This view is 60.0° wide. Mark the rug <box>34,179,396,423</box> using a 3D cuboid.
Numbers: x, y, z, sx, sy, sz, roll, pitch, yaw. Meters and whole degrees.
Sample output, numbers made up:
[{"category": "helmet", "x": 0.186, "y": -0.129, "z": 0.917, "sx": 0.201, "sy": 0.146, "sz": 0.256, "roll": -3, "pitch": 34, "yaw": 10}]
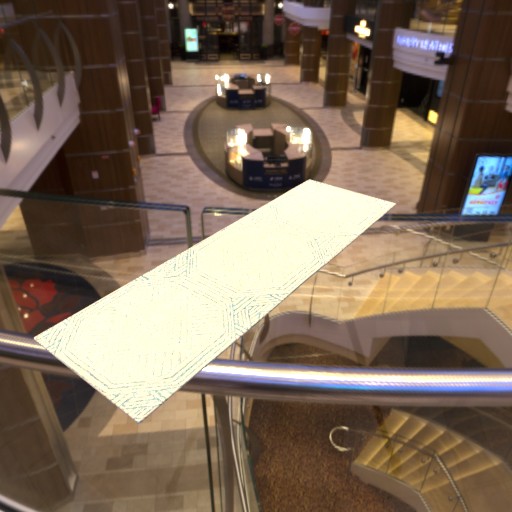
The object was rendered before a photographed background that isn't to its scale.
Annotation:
[{"category": "rug", "x": 0.000, "y": 0.000, "z": 2.716, "sx": 0.775, "sy": 0.012, "sz": 2.452, "roll": 23, "pitch": 39, "yaw": 31}]
